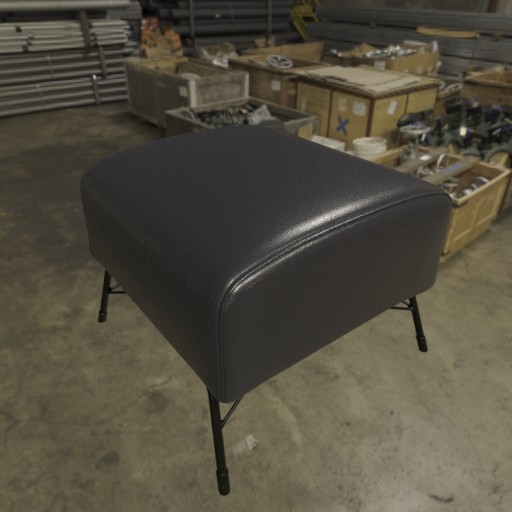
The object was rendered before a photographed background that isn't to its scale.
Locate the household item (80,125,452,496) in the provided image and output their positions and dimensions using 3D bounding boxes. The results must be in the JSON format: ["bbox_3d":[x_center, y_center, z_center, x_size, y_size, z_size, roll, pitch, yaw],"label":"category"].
[{"bbox_3d":[0.000,0.000,0.884,0.530,0.410,0.530,-22,37,-31],"label":"household item"}]
